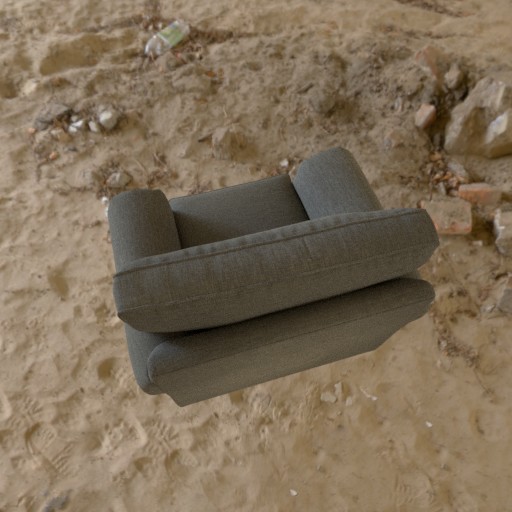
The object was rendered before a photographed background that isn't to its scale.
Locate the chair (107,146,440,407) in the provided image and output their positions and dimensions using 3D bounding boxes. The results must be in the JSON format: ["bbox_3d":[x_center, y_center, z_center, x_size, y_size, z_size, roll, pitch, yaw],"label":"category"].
[{"bbox_3d":[0.000,0.000,1.819,1.092,0.961,0.965,-14,59,-9],"label":"chair"}]
